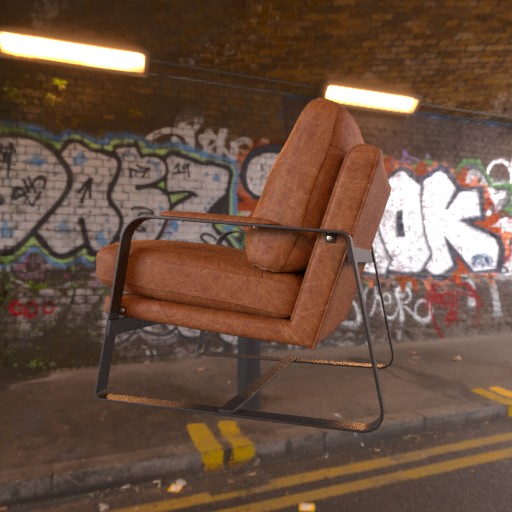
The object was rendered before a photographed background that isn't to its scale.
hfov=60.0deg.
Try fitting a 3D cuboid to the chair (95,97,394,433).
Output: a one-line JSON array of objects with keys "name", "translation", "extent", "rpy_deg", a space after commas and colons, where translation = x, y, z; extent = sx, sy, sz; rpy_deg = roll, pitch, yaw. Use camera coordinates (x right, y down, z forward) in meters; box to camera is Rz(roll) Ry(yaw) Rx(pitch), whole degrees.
[{"name": "chair", "translation": [0.000, 0.000, 1.386], "extent": [0.801, 0.777, 0.651], "rpy_deg": [0, -1, 19]}]
